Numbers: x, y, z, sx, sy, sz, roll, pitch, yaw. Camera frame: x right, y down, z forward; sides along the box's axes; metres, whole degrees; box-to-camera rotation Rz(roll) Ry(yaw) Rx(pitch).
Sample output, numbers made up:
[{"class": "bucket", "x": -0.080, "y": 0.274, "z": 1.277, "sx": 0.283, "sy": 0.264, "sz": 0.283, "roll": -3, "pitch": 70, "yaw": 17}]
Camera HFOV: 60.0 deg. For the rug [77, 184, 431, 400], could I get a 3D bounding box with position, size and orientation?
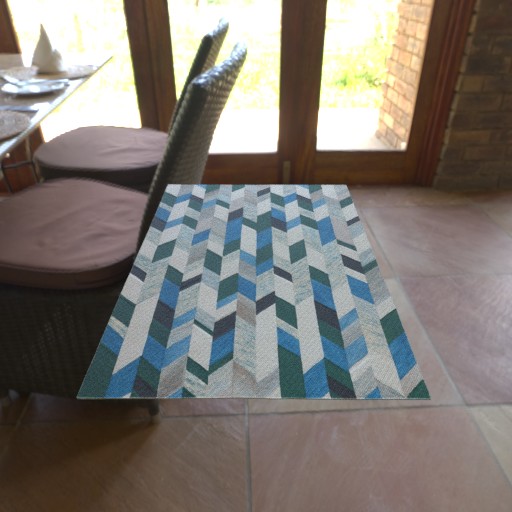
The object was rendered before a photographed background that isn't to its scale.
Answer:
[{"class": "rug", "x": 0.000, "y": 0.000, "z": 2.283, "sx": 1.229, "sy": 0.005, "sz": 1.827, "roll": 0, "pitch": 33, "yaw": 0}]
